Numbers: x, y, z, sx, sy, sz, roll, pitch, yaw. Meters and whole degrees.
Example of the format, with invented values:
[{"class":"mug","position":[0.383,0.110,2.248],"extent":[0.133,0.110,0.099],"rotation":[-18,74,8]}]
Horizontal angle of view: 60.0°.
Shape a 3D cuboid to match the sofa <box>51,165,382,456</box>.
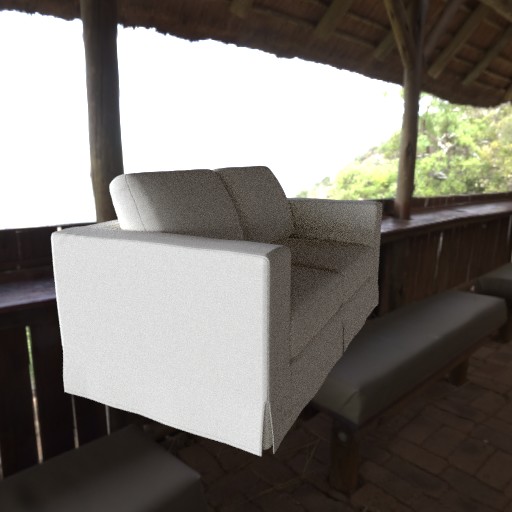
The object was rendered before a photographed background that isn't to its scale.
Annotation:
[{"class":"sofa","position":[0.000,0.000,2.400],"extent":[1.009,0.932,1.813],"rotation":[6,14,26]}]
